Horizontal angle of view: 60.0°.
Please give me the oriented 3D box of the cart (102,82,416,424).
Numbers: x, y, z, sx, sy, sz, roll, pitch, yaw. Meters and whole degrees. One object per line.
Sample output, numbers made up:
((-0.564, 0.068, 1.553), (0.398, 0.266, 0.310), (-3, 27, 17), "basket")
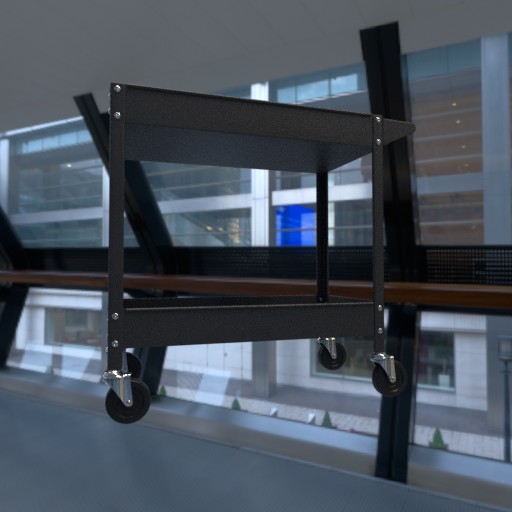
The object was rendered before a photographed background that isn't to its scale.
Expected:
((0.000, 0.000, 1.204), (0.779, 0.719, 0.366), (1, -2, -18), "cart")
